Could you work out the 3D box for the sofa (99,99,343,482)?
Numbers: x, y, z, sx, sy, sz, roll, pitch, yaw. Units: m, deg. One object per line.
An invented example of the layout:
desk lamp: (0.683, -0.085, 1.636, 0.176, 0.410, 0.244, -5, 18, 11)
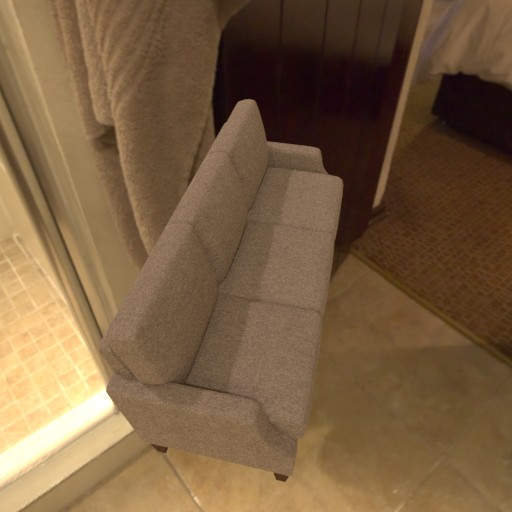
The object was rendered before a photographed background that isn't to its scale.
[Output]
sofa: (0.000, 0.000, 2.603, 0.888, 0.984, 2.115, 9, 45, 9)
